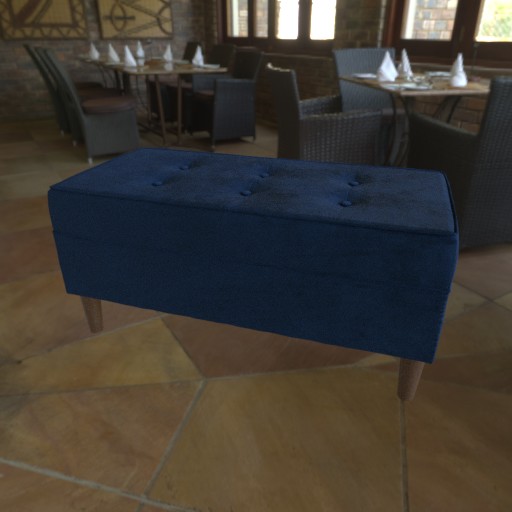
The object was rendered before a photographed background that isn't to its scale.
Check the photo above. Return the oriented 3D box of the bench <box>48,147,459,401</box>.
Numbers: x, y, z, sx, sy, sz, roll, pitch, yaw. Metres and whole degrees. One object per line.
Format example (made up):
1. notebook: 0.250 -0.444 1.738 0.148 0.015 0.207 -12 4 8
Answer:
1. bench: 0.000 0.000 1.298 1.010 0.467 0.489 8 28 16
